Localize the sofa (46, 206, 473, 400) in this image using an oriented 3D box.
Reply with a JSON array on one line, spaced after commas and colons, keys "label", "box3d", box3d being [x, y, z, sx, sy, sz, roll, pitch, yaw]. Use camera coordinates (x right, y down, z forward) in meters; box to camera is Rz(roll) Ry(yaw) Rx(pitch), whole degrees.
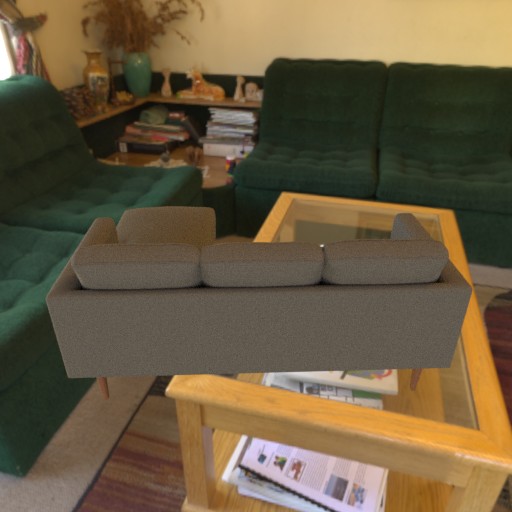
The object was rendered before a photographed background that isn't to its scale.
[{"label": "sofa", "box3d": [0.000, 0.000, 2.883, 2.031, 0.897, 1.591, -1, 30, -2]}]
